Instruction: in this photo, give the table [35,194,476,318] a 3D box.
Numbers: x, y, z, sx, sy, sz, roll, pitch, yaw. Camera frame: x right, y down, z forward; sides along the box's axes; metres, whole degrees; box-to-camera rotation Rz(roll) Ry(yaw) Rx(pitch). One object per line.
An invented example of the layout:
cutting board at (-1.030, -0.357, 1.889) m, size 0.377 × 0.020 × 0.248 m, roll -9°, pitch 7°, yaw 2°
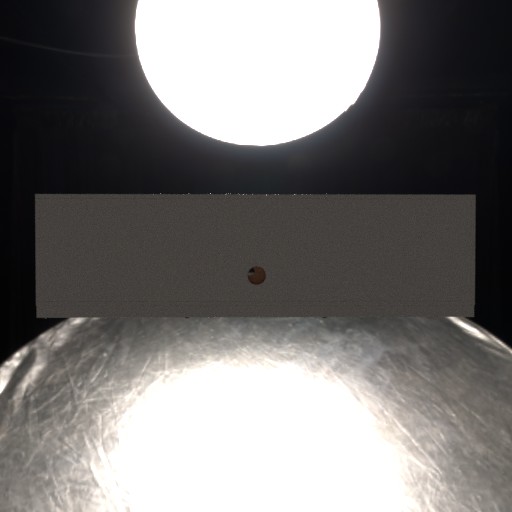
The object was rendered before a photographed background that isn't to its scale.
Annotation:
table at (0.000, 0.000, 1.763) m, size 1.550 × 0.440 × 0.400 m, roll 0°, pitch 1°, yaw -1°
